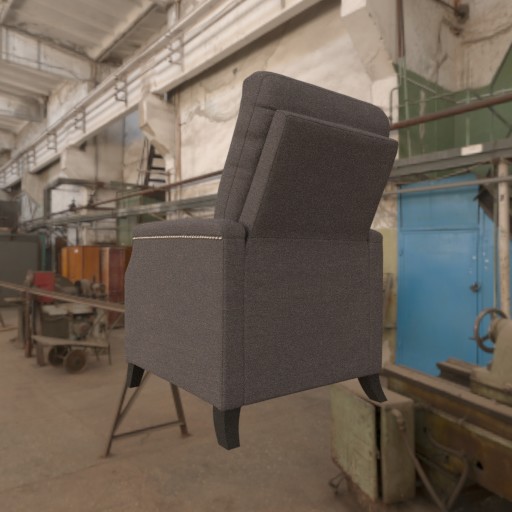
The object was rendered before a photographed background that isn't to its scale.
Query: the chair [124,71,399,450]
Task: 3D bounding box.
[{"bbox_3d":[0.000,0.000,1.661,0.710,1.049,0.922,0,0,-37],"label":"chair"}]
